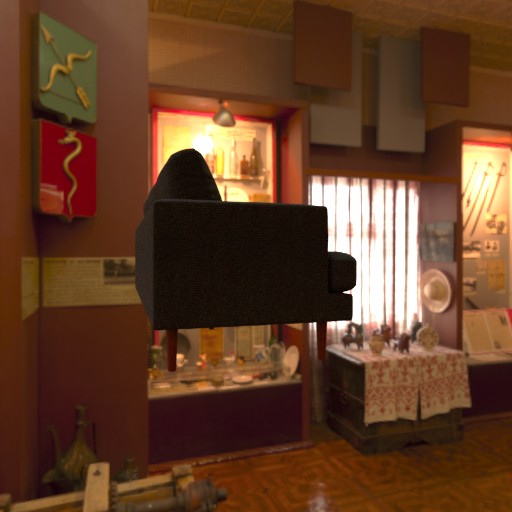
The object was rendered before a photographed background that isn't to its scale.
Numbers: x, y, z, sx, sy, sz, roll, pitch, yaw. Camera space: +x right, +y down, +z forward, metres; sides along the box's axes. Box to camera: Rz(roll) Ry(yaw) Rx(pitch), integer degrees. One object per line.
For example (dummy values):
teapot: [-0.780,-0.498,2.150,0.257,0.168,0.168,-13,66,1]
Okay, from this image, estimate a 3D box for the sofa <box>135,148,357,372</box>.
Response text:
sofa: [0.000,0.000,2.982,1.504,0.956,2.233,0,0,-17]
